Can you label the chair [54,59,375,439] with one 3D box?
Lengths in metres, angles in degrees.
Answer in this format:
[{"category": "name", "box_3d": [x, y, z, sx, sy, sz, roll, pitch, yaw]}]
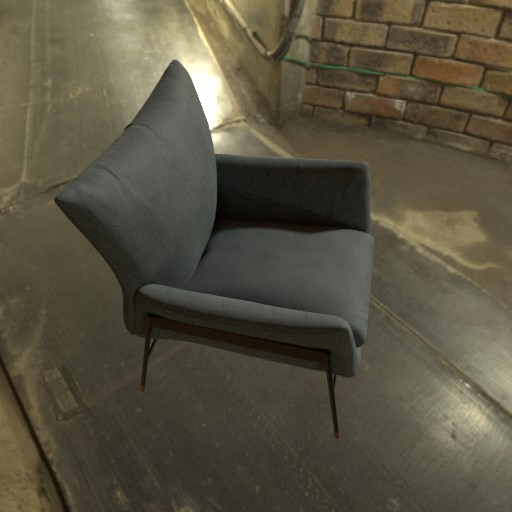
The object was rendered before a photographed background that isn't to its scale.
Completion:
[{"category": "chair", "box_3d": [0.000, 0.000, 1.355, 0.709, 0.858, 0.678, 10, 48, 9]}]
